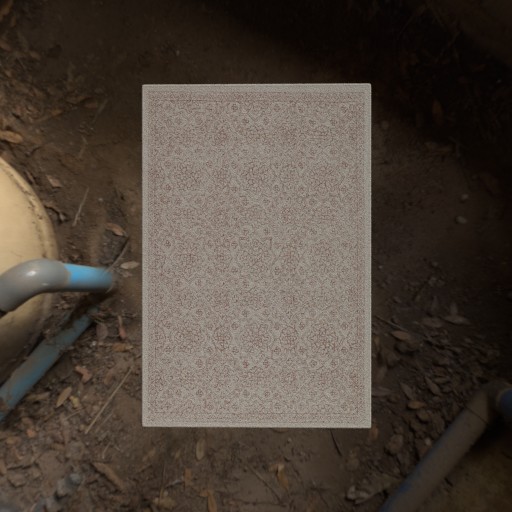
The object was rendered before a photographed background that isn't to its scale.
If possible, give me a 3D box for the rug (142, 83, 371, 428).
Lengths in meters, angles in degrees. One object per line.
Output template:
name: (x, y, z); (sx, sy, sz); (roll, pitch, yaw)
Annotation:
rug: (0.000, 0.000, 2.359); (1.219, 0.010, 1.829); (0, 90, 1)
